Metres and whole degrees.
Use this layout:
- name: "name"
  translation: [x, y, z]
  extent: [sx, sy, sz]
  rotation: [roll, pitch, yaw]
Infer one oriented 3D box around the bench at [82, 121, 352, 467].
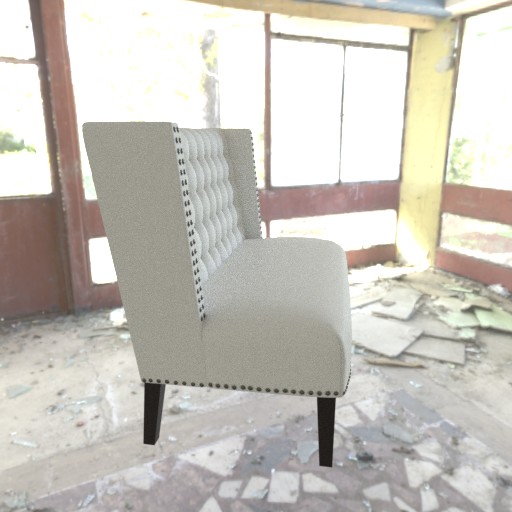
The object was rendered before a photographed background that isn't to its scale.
- name: "bench"
  translation: [0.000, 0.000, 1.991]
  extent: [0.847, 1.123, 1.280]
  rotation: [3, 15, 10]
